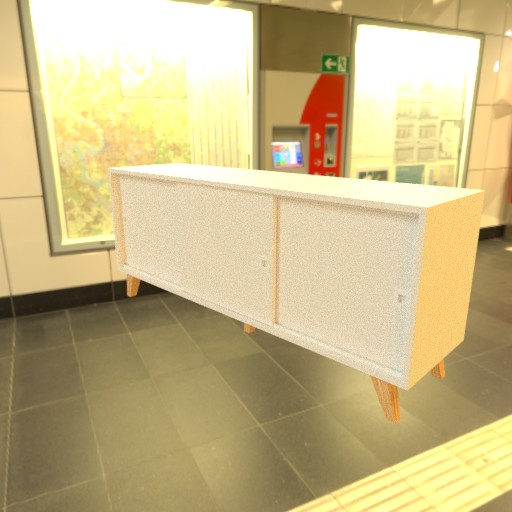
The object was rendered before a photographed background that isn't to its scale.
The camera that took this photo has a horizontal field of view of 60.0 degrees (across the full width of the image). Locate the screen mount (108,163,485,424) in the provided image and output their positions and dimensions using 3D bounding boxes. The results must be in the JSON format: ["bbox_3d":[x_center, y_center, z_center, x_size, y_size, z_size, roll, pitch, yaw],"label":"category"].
[{"bbox_3d":[0.000,0.000,1.750,1.490,0.619,0.400,15,22,42],"label":"screen mount"}]
